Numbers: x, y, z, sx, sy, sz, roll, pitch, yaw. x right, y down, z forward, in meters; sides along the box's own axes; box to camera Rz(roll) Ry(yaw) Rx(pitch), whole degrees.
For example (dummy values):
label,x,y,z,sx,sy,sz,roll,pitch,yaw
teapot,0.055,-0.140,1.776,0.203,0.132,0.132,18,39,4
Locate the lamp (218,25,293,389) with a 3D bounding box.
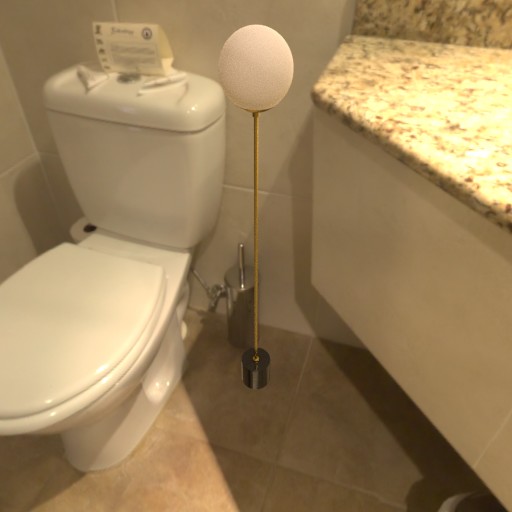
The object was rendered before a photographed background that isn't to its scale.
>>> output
label,x,y,z,sx,sy,sz,roll,pitch,yaw
lamp,0.000,0.000,1.845,0.229,1.748,0.229,-13,42,-14
